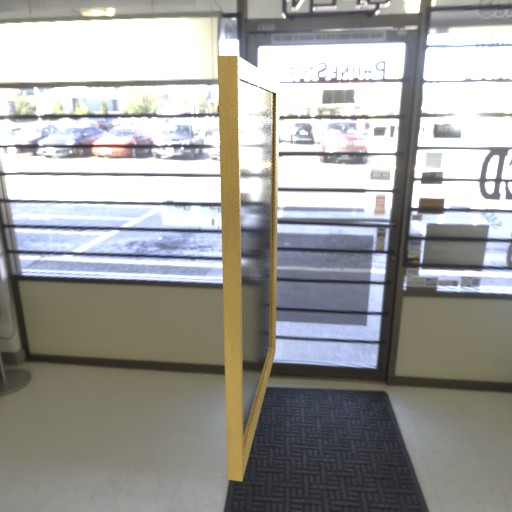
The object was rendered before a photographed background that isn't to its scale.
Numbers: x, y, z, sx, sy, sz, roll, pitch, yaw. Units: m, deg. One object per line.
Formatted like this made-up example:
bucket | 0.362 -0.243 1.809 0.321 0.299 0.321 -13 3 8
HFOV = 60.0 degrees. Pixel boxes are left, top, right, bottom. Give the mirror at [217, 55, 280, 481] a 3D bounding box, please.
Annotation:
mirror | 0.000 0.000 1.189 0.040 0.915 0.609 3 18 9
